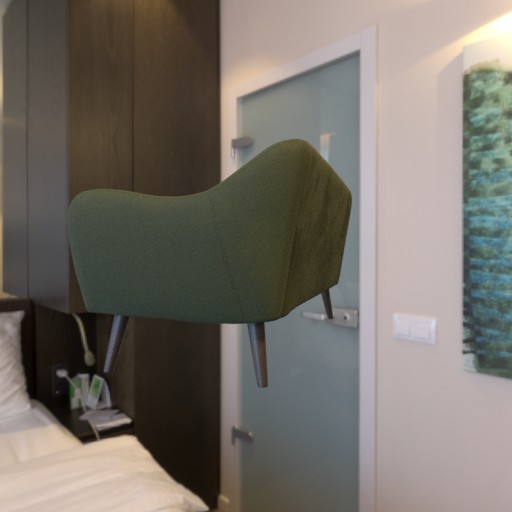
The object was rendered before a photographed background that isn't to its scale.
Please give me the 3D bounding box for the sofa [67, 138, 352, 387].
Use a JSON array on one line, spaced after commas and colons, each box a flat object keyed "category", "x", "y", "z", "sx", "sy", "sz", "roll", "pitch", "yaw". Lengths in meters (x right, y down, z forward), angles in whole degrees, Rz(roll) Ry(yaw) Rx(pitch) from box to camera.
[{"category": "sofa", "x": 0.000, "y": 0.000, "z": 2.254, "sx": 0.820, "sy": 0.836, "sz": 1.840, "roll": 0, "pitch": 1, "yaw": 18}]
